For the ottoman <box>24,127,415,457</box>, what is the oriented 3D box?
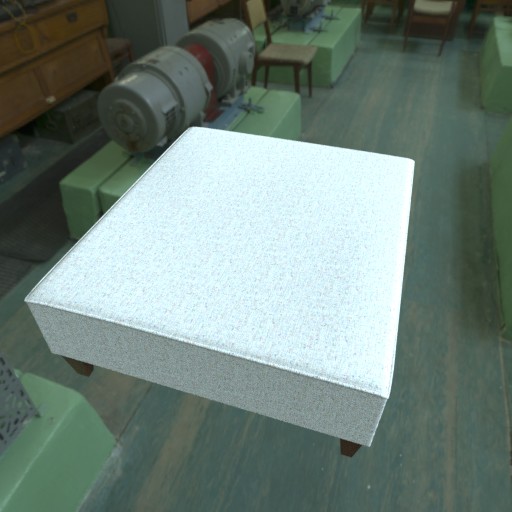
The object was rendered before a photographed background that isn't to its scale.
[{"bbox_3d":[0.000,0.000,1.205,0.736,0.303,0.835,12,43,13],"label":"ottoman"}]
